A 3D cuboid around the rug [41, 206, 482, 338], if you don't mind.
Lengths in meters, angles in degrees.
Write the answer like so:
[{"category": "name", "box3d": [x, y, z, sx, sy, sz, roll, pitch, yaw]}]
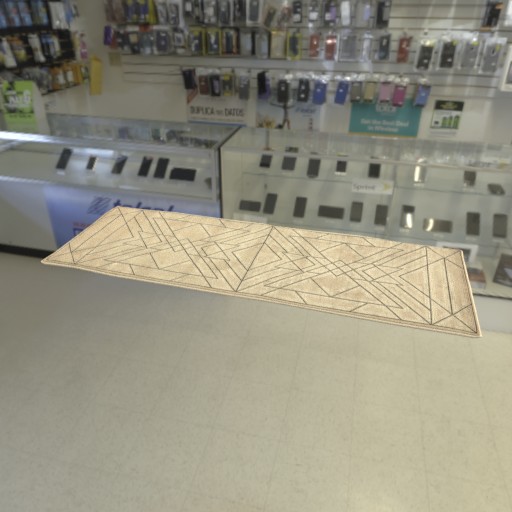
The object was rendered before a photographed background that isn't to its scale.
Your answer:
[{"category": "rug", "box3d": [0.000, 0.000, 2.641, 2.381, 0.036, 0.831, 8, 32, 14]}]
